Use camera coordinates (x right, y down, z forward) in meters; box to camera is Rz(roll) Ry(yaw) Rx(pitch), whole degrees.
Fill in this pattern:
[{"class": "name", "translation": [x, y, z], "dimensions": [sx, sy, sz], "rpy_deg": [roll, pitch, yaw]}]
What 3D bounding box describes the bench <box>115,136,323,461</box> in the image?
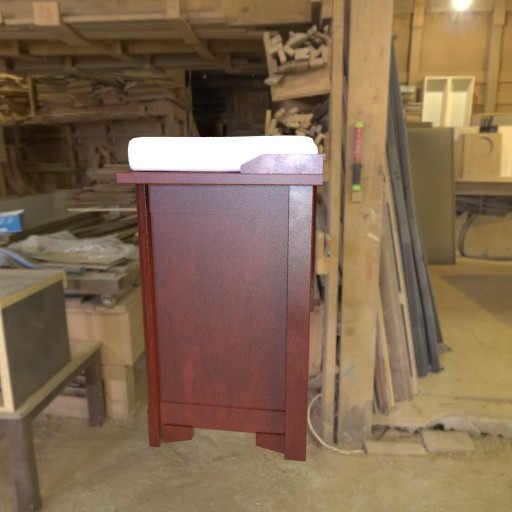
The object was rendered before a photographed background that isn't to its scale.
[{"class": "bench", "translation": [0.000, 0.000, 1.305], "dimensions": [0.369, 0.646, 0.987], "rpy_deg": [2, 13, 8]}]
